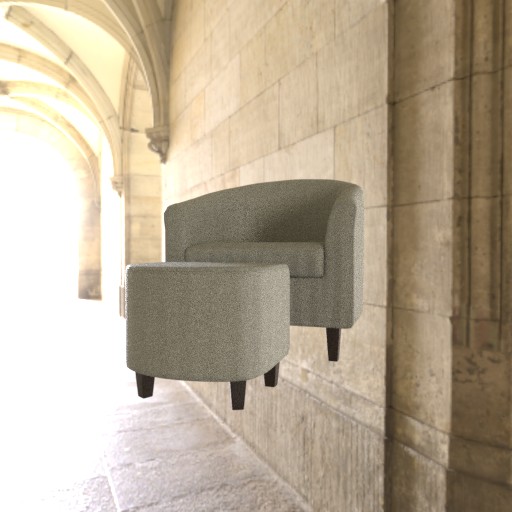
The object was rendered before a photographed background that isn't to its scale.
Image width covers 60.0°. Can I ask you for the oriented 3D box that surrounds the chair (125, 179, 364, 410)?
[{"bbox_3d":[0.000,0.000,1.680,0.756,0.757,1.288,0,1,19],"label":"chair"}]
